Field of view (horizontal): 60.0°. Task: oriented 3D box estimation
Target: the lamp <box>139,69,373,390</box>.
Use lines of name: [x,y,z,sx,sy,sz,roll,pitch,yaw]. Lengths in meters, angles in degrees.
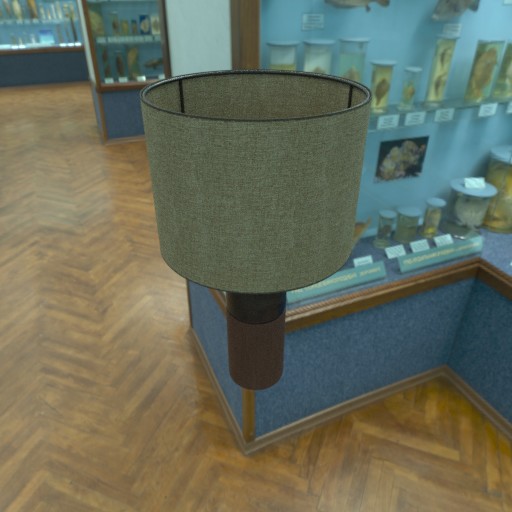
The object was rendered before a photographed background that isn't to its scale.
lamp: [0.000,0.000,0.486,0.202,0.350,0.202,0,32,0]
